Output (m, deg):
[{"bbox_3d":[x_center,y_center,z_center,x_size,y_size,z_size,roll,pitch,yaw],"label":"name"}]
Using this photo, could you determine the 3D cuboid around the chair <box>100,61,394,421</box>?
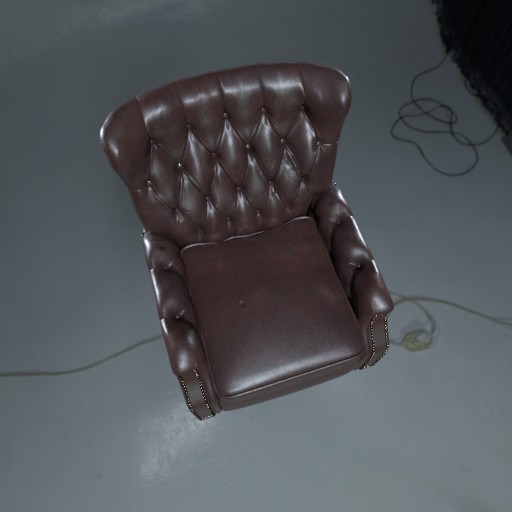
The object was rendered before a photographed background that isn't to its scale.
[{"bbox_3d":[0.000,0.000,1.467,0.709,0.864,0.823,-15,64,-8],"label":"chair"}]
